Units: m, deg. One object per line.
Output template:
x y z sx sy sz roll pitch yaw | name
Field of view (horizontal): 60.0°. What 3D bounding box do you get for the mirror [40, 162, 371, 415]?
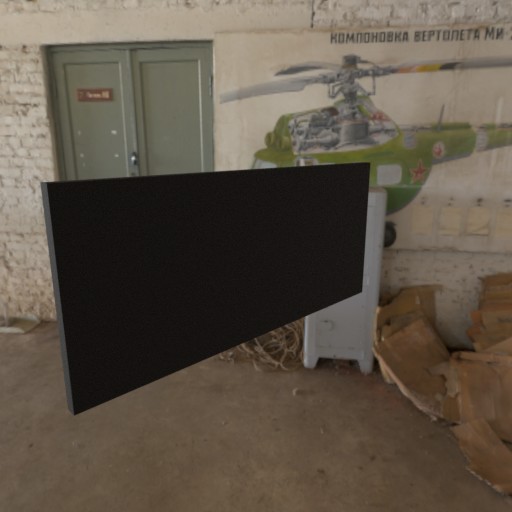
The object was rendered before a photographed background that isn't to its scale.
0.000 0.000 1.797 1.584 0.692 0.047 -14 20 -43 | mirror
